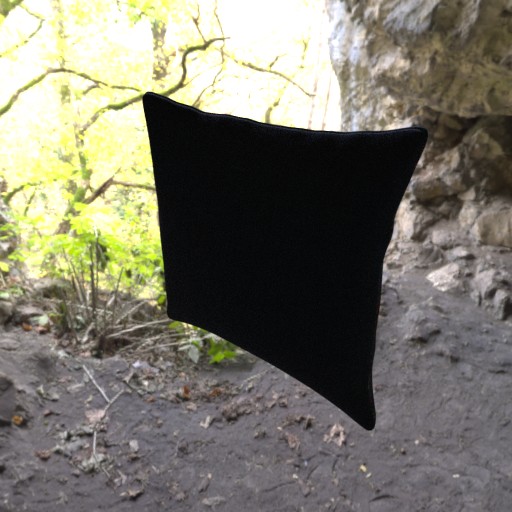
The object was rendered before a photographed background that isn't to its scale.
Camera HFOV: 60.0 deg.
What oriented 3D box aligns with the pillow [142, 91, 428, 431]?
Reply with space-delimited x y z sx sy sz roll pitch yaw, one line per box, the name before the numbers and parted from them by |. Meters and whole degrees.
pillow | 0.000 0.000 0.650 0.431 0.431 0.141 21 36 33
